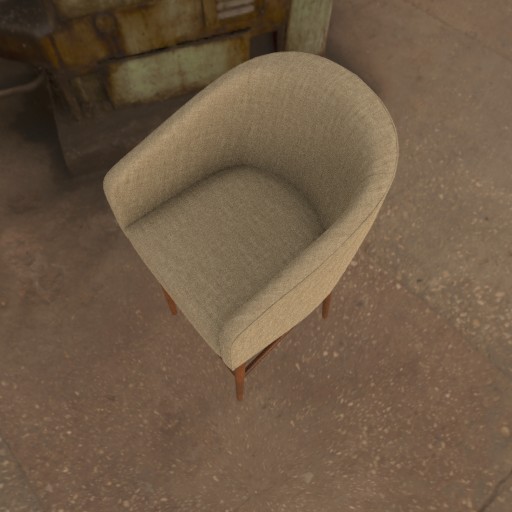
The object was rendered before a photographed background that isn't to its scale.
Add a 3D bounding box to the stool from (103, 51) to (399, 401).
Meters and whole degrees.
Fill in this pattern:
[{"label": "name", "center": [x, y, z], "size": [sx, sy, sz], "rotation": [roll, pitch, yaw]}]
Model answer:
[{"label": "stool", "center": [0.000, 0.000, 1.414], "size": [0.607, 1.078, 0.559], "rotation": [-35, 67, -17]}]
